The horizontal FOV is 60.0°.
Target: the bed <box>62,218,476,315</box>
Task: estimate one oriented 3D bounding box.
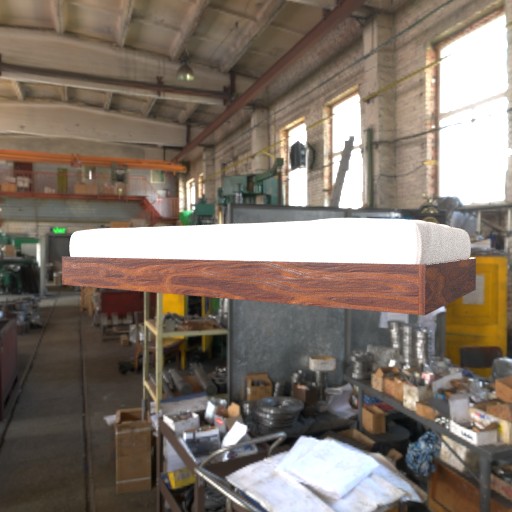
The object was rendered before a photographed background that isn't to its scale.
[{"bbox_3d":[0.000,0.000,2.220,1.860,0.312,0.940,1,1,35],"label":"bed"}]
